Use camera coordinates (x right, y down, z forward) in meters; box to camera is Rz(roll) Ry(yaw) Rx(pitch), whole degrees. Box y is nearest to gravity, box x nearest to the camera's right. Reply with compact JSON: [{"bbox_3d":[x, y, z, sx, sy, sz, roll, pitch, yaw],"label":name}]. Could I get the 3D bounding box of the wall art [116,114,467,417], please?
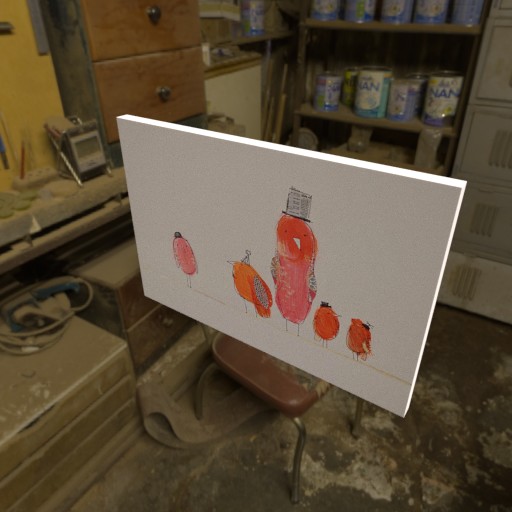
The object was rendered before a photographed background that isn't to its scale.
[{"bbox_3d":[0.000,0.000,1.179,0.914,0.609,0.038,19,36,29],"label":"wall art"}]
